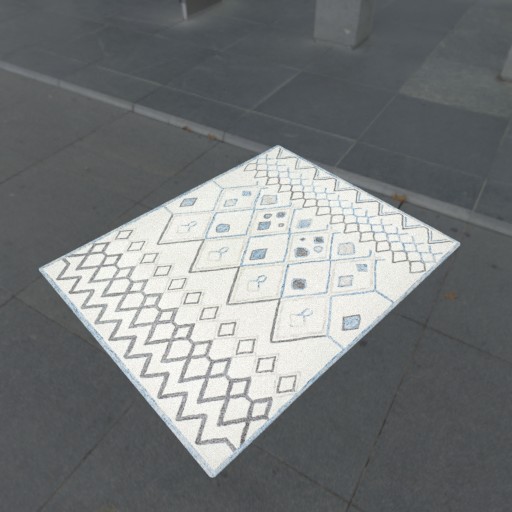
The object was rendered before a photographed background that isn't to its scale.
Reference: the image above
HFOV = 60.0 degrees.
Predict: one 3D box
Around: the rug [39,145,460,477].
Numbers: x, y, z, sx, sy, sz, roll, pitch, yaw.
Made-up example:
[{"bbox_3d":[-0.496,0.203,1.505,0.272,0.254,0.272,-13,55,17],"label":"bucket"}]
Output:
[{"bbox_3d":[0.000,0.000,4.084,3.056,0.013,2.441,-34,54,-29],"label":"rug"}]
